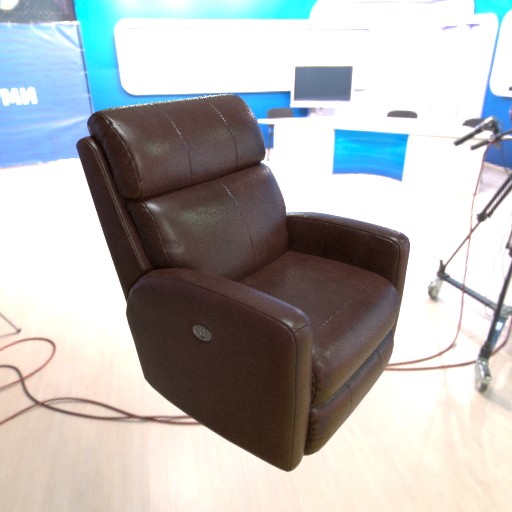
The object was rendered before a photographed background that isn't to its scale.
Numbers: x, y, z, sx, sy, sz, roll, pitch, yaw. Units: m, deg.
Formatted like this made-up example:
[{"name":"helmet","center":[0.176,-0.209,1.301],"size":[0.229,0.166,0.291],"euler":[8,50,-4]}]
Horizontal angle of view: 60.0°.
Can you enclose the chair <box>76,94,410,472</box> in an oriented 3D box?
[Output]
[{"name":"chair","center":[0.000,0.000,1.594],"size":[0.939,1.016,0.787],"euler":[19,31,34]}]
